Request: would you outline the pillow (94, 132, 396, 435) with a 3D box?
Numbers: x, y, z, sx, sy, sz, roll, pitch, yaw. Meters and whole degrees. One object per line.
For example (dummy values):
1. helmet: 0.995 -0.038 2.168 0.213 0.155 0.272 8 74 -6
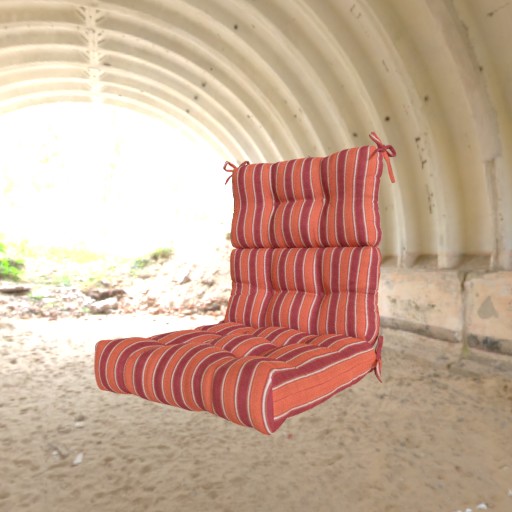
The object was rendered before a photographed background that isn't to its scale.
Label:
1. pillow: 0.000 0.000 1.039 0.519 0.605 0.571 0 0 36
